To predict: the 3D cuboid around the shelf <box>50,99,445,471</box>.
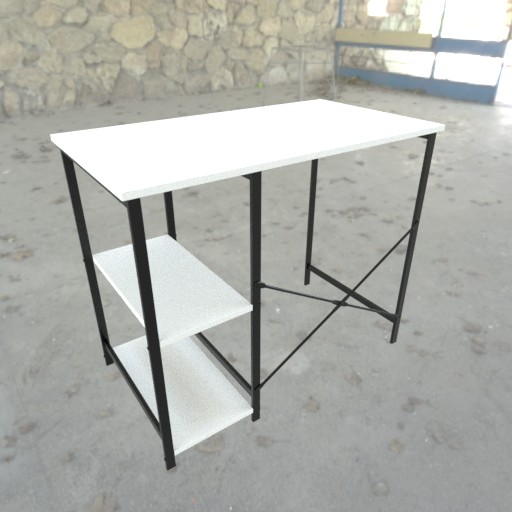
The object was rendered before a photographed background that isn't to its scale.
[{"bbox_3d":[0.000,0.000,1.331,0.902,0.750,0.498,-19,34,-30],"label":"shelf"}]
